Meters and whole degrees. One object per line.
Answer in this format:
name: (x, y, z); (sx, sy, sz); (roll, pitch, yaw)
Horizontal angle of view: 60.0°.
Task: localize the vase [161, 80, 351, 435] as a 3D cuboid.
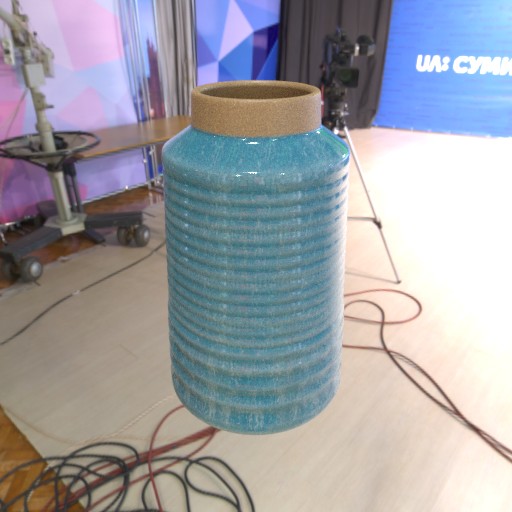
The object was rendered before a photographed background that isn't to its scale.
vase: (0.000, 0.000, 0.374); (0.163, 0.267, 0.163); (0, 29, 0)
